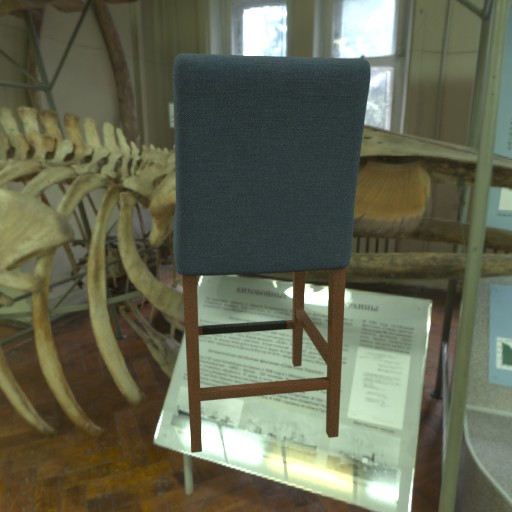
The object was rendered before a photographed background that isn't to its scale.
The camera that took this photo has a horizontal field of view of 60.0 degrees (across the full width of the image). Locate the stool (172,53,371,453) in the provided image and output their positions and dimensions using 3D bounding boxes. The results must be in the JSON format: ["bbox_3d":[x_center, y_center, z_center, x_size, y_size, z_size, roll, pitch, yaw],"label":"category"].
[{"bbox_3d":[0.000,0.000,1.275,0.470,0.981,0.577,-2,15,-9],"label":"stool"}]
